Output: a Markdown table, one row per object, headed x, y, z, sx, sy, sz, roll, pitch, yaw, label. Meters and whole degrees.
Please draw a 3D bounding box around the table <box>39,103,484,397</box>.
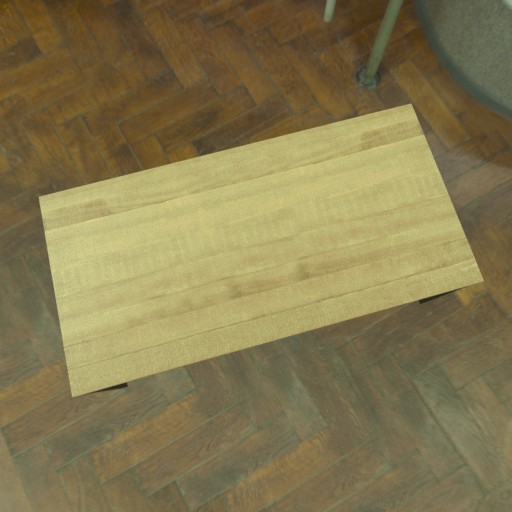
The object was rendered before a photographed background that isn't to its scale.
| x | y | z | sx | sy | sz | roll | pitch | yaw | label |
| --- | --- | --- | --- | --- | --- | --- | --- | --- | --- |
| 0.000 | 0.000 | 1.394 | 1.100 | 0.399 | 0.551 | -15 | 76 | -4 | table |
